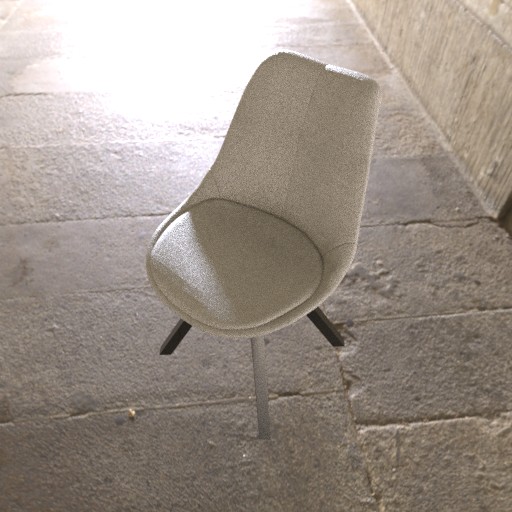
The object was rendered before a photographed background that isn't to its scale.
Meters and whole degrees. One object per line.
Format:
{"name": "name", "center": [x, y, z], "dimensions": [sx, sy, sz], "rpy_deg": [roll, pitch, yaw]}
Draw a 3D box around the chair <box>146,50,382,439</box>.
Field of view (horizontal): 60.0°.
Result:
{"name": "chair", "center": [0.000, 0.000, 1.166], "dimensions": [0.485, 0.850, 0.550], "rpy_deg": [31, 54, 25]}
